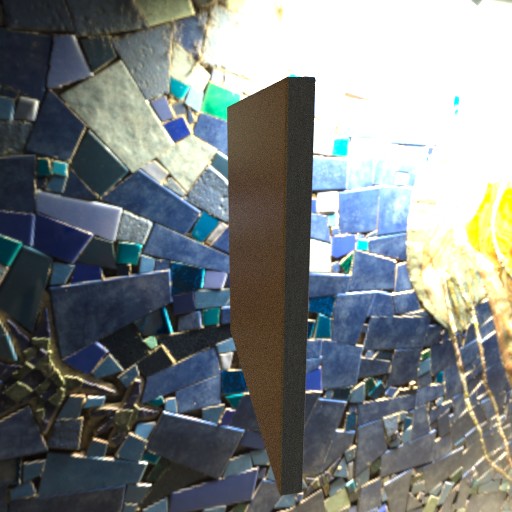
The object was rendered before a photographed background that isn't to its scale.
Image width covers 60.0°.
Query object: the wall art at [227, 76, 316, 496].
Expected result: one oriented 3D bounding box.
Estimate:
[{"bbox_3d":[0.000,0.000,1.902,0.078,1.288,1.287,-3,15,-10],"label":"wall art"}]
